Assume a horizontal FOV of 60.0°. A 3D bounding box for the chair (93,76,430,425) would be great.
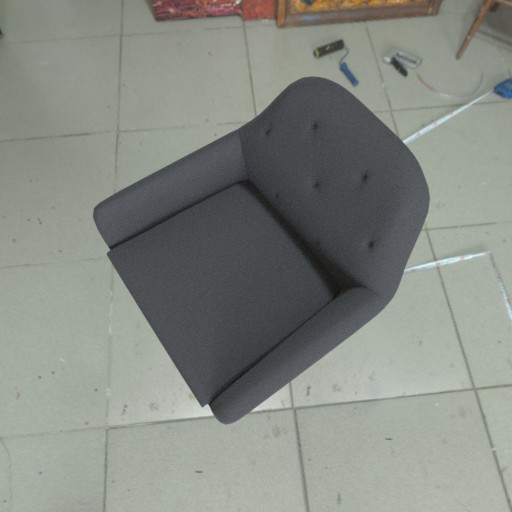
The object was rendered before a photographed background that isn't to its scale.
[{"bbox_3d":[0.000,0.000,1.416,0.779,0.800,0.770,-33,69,-14],"label":"chair"}]
